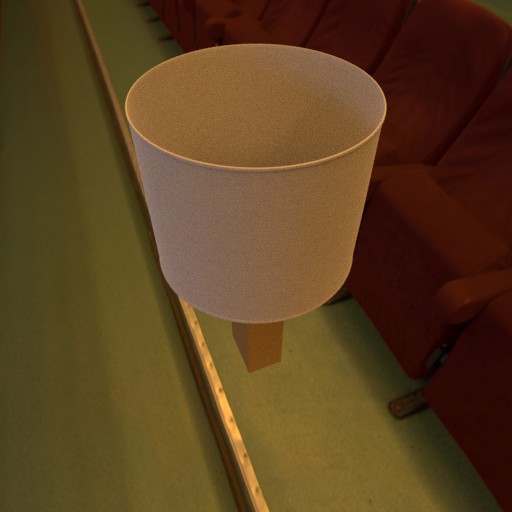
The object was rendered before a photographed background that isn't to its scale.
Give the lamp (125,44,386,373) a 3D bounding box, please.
[{"bbox_3d":[0.000,0.000,0.545,0.229,0.417,0.229,-16,48,-15],"label":"lamp"}]
